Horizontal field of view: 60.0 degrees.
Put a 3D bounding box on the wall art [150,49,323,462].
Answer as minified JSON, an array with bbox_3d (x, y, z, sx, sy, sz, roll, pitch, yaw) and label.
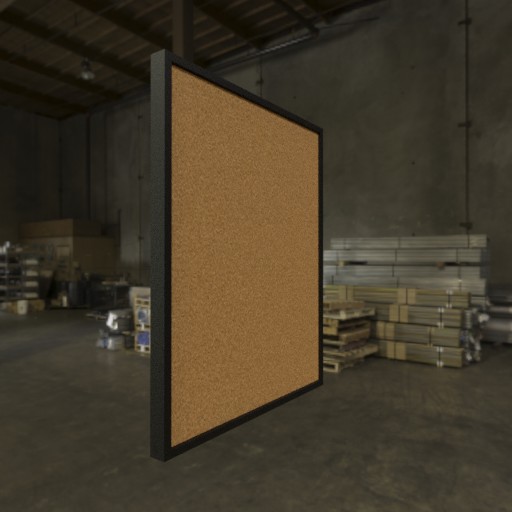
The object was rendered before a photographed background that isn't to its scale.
[{"bbox_3d":[0.000,0.000,0.792,0.029,0.559,0.457,0,0,36],"label":"wall art"}]
